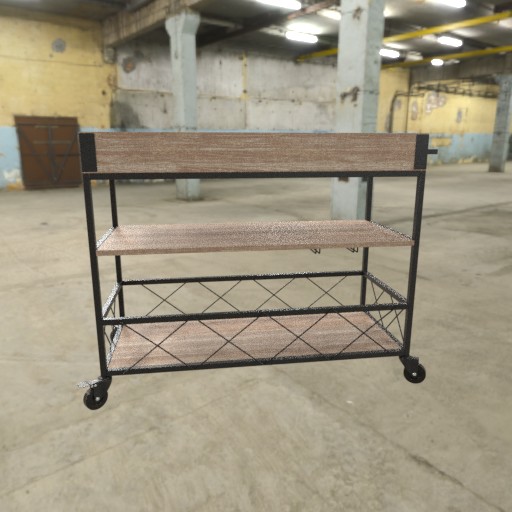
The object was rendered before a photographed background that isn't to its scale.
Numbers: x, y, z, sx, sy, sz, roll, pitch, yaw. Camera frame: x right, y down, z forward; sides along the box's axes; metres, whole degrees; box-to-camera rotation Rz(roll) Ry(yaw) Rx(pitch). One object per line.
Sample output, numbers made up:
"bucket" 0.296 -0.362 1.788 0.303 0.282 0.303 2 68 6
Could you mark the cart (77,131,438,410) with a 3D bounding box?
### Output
"cart" 0.000 0.000 1.488 1.101 0.787 0.500 -2 14 -8
